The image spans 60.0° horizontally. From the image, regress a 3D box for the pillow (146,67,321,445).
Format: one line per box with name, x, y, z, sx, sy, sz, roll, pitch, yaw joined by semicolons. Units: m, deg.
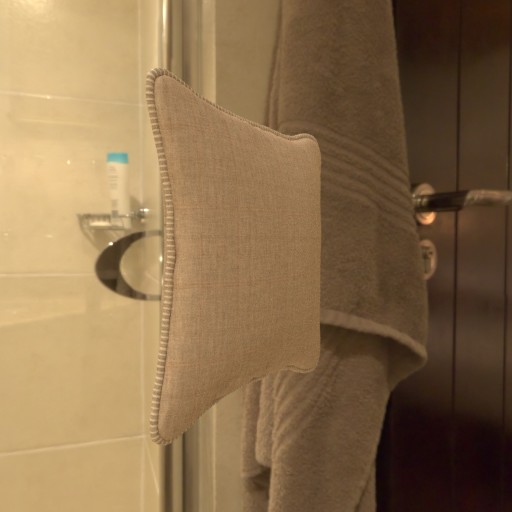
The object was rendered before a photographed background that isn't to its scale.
pillow;0.000;0.000;0.757;0.124;0.494;0.485;1;2;34
